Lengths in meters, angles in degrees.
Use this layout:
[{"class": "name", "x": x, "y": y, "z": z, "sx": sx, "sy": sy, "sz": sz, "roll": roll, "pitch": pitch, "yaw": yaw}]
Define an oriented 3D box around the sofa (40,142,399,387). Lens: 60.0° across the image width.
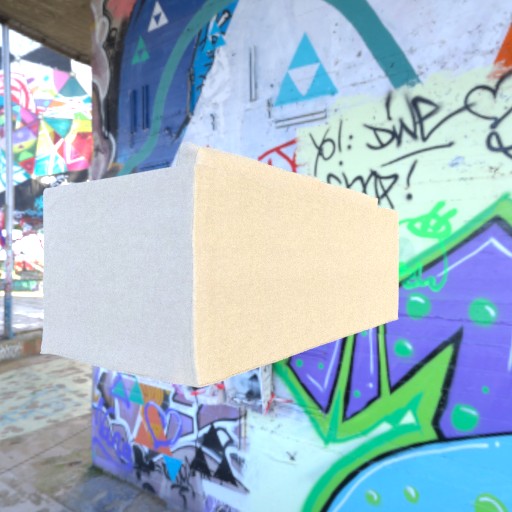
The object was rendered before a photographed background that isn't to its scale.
[{"class": "sofa", "x": 0.000, "y": 0.000, "z": 2.430, "sx": 0.962, "sy": 0.835, "sz": 1.959, "roll": 0, "pitch": 0, "yaw": 36}]
